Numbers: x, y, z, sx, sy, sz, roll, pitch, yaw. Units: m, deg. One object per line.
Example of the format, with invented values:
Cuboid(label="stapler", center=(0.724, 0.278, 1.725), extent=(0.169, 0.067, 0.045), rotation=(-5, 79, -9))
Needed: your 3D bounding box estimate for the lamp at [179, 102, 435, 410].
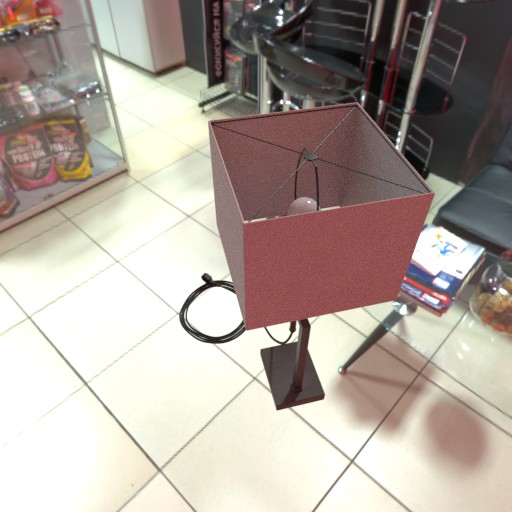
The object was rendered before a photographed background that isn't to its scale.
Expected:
Cuboid(label="lamp", center=(0.000, 0.000, 1.000), extent=(0.399, 0.660, 0.504), rotation=(-10, 47, -10))
